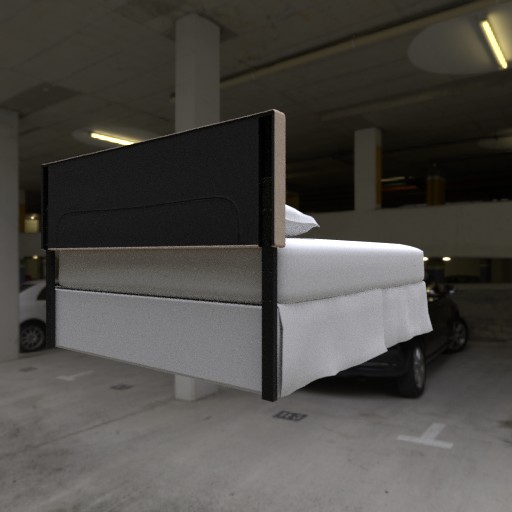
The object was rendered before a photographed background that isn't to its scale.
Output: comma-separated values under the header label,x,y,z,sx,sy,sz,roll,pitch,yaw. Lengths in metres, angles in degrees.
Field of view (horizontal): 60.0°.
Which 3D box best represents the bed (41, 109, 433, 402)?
label,x,y,z,sx,sy,sz,roll,pitch,yaw
bed,0.000,0.000,2.736,1.616,1.016,1.876,0,0,37
